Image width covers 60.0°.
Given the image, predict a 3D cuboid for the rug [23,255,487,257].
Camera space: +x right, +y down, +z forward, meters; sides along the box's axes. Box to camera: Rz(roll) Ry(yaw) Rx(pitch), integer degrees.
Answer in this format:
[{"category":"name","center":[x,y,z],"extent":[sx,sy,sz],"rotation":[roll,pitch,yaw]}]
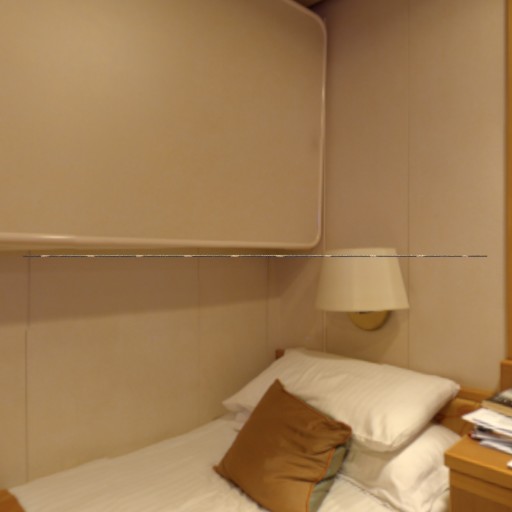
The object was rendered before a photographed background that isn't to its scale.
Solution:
[{"category":"rug","center":[0.000,0.000,2.533],"extent":[2.296,0.006,0.685],"rotation":[0,0,-1]}]
